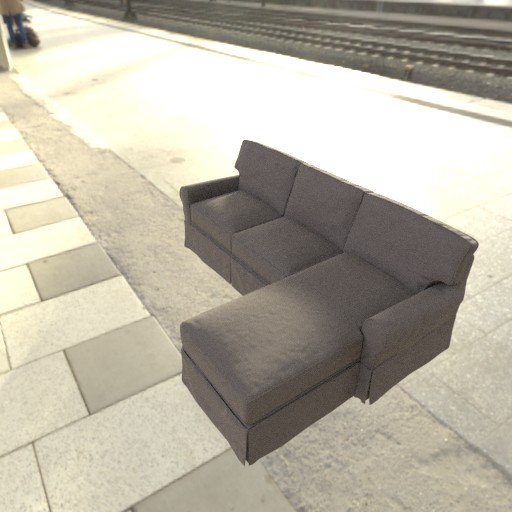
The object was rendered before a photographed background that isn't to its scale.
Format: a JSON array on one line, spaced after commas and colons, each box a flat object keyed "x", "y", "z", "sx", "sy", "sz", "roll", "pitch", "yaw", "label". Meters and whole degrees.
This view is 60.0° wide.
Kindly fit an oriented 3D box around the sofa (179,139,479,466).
[{"x": 0.000, "y": 0.000, "z": 3.340, "sx": 1.733, "sy": 0.978, "sz": 2.475, "roll": -21, "pitch": 38, "yaw": -29, "label": "sofa"}]
